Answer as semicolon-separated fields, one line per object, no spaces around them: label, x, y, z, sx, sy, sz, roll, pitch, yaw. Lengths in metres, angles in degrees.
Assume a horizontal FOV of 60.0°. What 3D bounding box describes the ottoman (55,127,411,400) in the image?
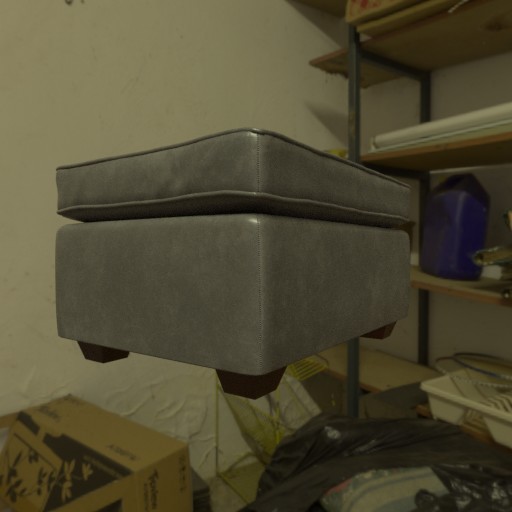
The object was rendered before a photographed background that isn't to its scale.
ottoman;0.000;0.000;1.089;0.554;0.445;0.756;1;1;35
